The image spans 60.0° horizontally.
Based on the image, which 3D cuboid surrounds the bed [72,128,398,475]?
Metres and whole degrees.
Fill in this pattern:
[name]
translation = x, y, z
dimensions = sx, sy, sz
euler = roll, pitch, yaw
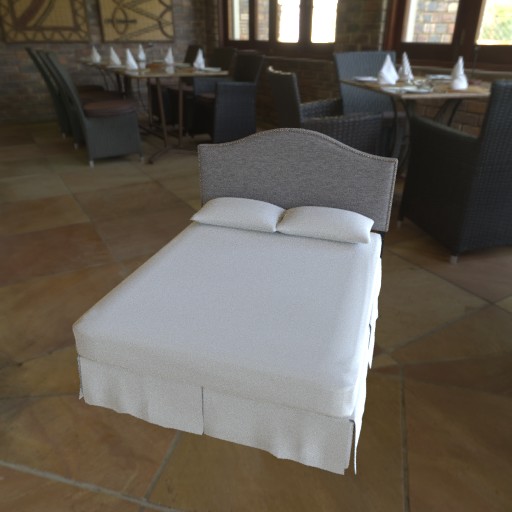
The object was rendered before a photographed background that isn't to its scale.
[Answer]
[bed]
translation = 0.000, 0.000, 2.863
dimensions = 1.610, 1.295, 1.870
euler = 8, 28, 16
